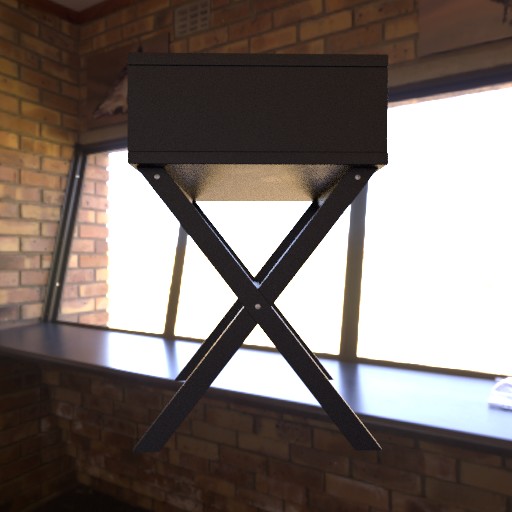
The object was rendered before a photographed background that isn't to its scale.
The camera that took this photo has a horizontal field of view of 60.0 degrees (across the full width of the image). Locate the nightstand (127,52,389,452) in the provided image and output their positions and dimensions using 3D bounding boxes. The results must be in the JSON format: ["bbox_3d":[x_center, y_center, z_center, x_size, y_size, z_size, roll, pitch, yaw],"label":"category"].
[{"bbox_3d":[0.000,0.000,0.919,0.402,0.623,0.479,0,0,-1],"label":"nightstand"}]
